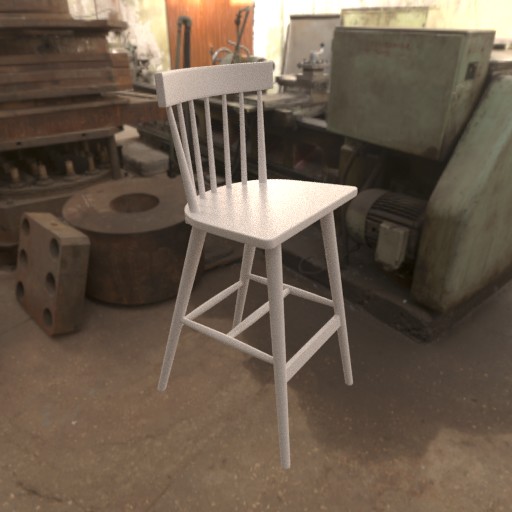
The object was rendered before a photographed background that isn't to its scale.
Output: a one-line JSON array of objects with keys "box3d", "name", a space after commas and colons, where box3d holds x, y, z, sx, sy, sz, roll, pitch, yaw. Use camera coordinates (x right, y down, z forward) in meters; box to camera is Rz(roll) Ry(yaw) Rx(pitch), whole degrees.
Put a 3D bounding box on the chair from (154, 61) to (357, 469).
[{"box3d": [0.000, 0.000, 1.397, 0.572, 1.092, 0.483, 19, 33, 32], "name": "chair"}]
